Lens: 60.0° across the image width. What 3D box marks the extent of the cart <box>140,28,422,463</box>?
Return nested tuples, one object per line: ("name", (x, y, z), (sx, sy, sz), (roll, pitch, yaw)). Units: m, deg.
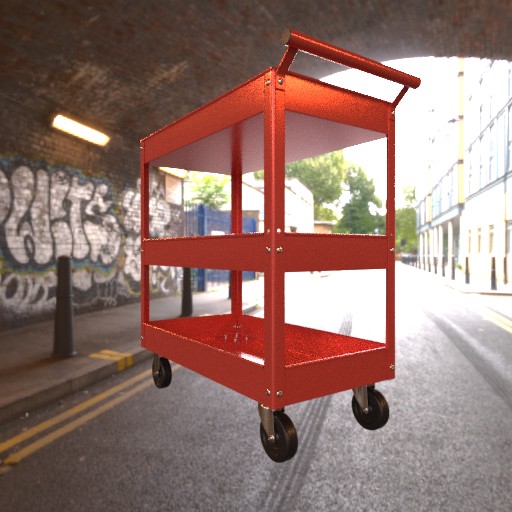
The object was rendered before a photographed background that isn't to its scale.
("cart", (0.000, 0.000, 1.144), (0.366, 0.780, 0.719), (0, 1, -35))
